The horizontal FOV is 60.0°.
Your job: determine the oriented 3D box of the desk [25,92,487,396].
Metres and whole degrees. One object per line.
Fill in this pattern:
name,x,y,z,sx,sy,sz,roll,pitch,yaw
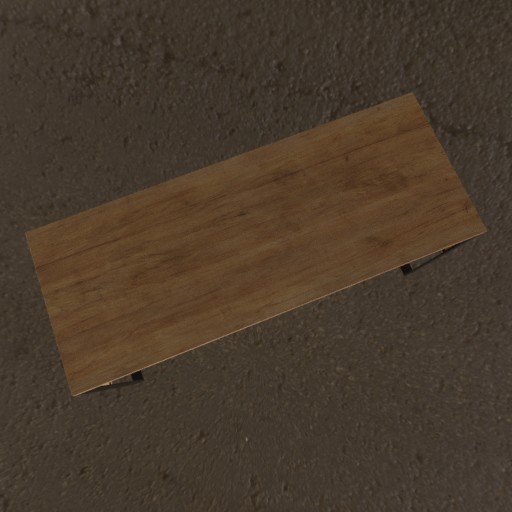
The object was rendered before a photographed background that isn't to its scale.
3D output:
desk,0.000,0.000,1.937,1.520,0.760,0.600,-21,78,-5
